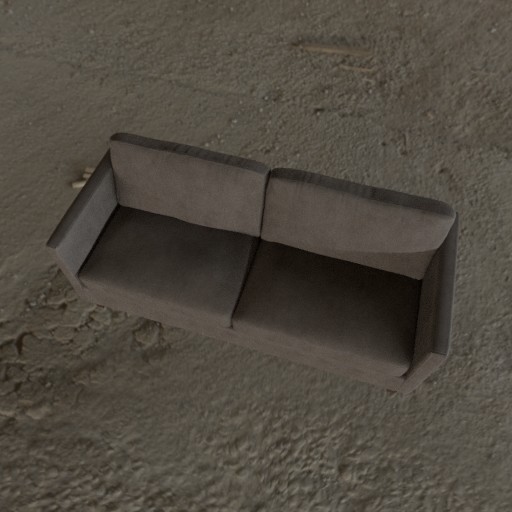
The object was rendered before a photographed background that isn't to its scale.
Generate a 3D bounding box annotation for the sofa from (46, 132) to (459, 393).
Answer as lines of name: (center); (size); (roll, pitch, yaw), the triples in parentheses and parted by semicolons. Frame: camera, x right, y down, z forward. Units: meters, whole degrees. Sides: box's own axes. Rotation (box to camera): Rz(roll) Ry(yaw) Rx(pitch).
sofa: (0.000, 0.000, 2.726); (2.208, 0.965, 0.951); (14, 59, 9)
